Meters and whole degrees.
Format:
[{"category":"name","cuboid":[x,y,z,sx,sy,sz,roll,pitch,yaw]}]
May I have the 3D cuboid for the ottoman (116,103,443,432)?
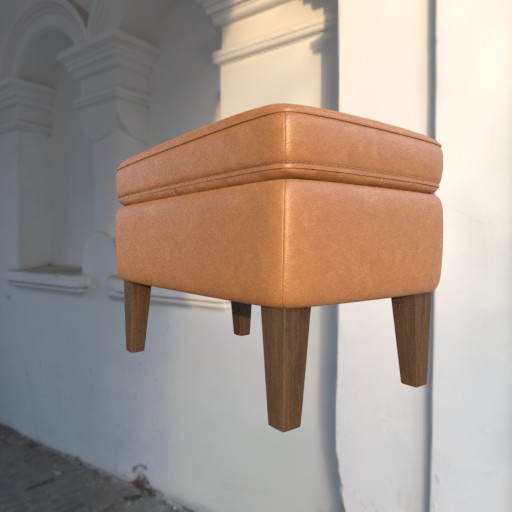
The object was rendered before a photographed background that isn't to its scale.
[{"category":"ottoman","cuboid":[0.000,0.000,0.952,0.420,0.480,0.670,-1,2,-37]}]
